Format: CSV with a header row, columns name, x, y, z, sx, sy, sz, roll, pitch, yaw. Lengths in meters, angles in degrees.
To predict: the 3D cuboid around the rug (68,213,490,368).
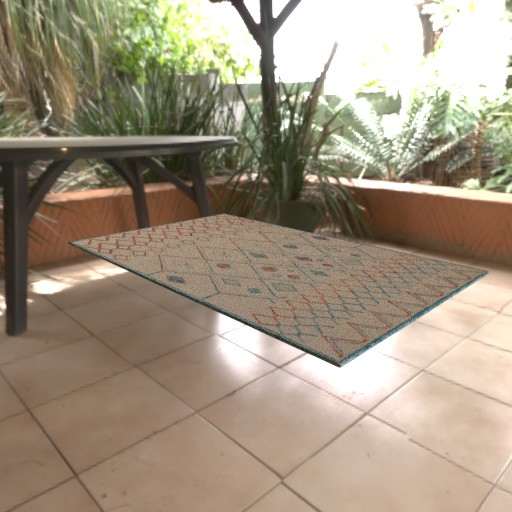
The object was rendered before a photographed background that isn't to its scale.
name,x,y,z,sx,sy,sz,roll,pitch,yaw
rug,0.000,0.000,2.967,1.524,0.015,2.438,-16,23,-42
